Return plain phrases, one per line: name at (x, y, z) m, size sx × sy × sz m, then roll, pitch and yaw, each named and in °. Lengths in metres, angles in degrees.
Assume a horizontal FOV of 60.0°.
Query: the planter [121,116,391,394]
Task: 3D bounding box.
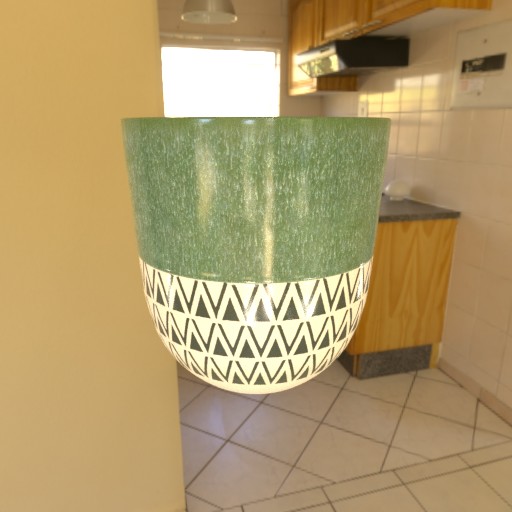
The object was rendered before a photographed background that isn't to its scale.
planter at (0.000, 0.000, 0.362) m, size 0.195 × 0.214 × 0.195 m, roll 0°, pitch 17°, yaw 0°
